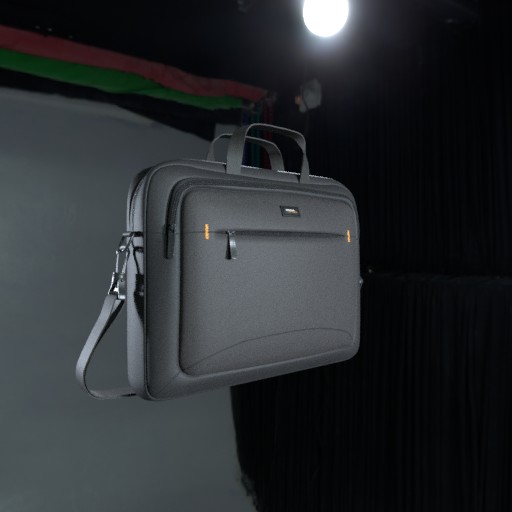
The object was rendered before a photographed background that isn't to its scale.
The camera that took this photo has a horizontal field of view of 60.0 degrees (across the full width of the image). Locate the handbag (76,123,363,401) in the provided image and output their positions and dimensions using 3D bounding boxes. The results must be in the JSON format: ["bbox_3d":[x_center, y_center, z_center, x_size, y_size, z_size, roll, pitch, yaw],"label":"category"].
[{"bbox_3d":[0.000,0.000,0.584,0.429,0.330,0.126,-1,1,-37],"label":"handbag"}]
